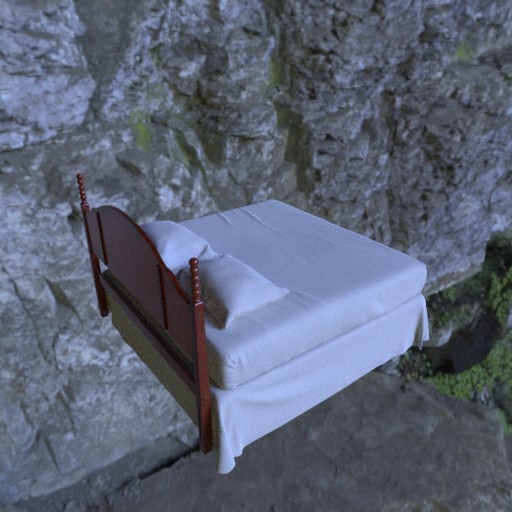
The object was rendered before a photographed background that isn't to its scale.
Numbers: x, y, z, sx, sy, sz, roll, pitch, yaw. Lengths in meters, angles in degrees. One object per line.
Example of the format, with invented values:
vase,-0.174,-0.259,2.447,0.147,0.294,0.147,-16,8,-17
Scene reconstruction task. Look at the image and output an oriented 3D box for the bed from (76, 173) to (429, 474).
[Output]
bed,0.000,0.000,3.731,2.219,1.355,2.322,-18,32,-32
